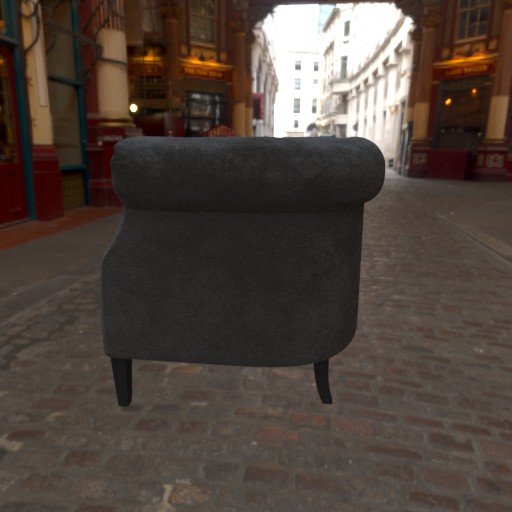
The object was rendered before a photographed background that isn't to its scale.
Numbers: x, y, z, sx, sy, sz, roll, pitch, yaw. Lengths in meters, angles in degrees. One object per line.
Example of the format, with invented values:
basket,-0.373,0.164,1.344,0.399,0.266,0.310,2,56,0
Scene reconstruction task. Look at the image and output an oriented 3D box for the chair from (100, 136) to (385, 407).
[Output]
chair,0.000,0.000,1.593,0.851,0.826,0.904,2,14,8
